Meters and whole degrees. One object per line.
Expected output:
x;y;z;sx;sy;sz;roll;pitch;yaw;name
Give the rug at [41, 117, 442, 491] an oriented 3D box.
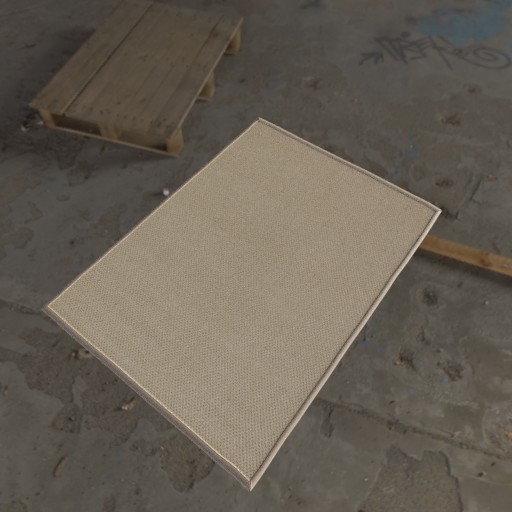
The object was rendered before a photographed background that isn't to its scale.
0.000;0.000;2.727;1.525;0.020;2.081;33;63;19;rug
